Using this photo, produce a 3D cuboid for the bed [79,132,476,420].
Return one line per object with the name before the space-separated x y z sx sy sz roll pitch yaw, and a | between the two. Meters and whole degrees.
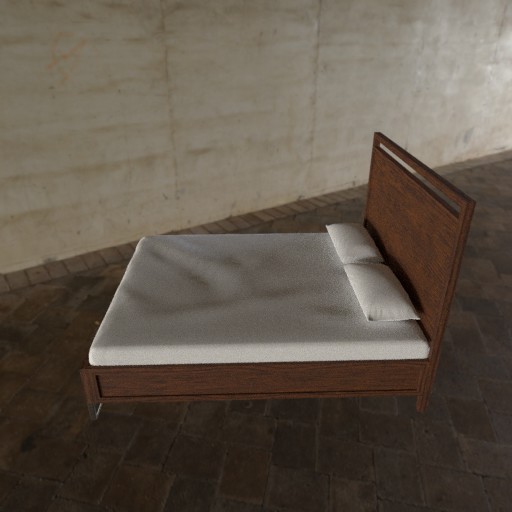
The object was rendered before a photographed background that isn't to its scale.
bed | 0.000 0.000 3.375 2.218 1.487 1.765 -1 27 -2
